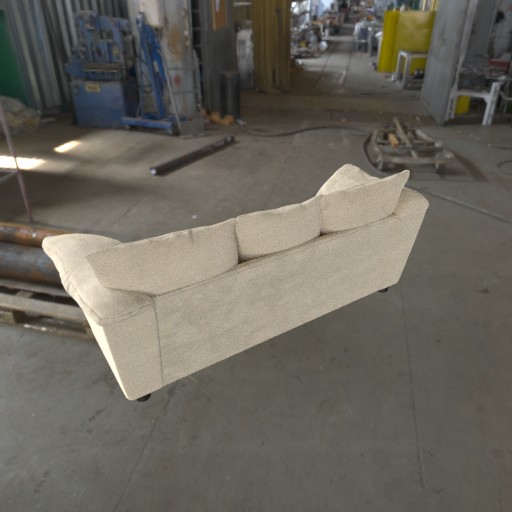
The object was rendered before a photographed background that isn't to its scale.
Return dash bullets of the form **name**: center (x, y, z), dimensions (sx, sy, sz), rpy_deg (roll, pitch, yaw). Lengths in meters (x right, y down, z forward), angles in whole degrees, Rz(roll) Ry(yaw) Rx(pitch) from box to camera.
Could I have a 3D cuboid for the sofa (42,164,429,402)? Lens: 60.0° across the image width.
- **sofa**: center (0.000, 0.000, 2.908), dimensions (2.377, 0.981, 0.893), rpy_deg (-18, 35, -28)
